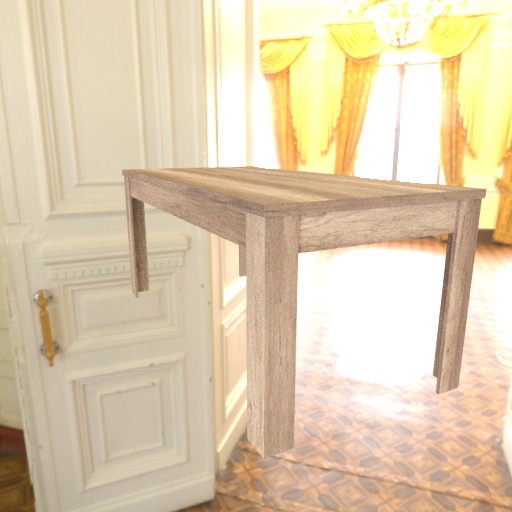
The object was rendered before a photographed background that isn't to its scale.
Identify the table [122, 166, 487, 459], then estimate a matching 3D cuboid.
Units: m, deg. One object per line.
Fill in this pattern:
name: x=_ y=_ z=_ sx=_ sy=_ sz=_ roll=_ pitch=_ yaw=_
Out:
table: x=0.000 y=0.000 z=2.237 sx=0.900 sy=0.790 sz=1.800 roll=-7 pitch=16 yaw=-27
